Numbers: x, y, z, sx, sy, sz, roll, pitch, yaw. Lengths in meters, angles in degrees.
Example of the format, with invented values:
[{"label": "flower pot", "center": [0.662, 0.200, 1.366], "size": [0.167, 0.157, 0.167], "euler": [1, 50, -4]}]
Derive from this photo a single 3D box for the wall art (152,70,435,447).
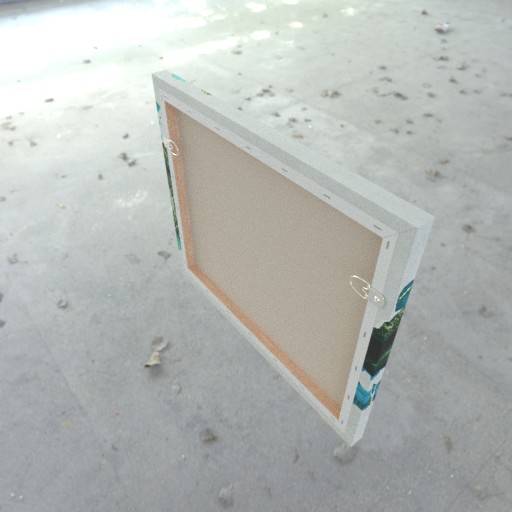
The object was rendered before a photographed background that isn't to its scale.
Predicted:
[{"label": "wall art", "center": [0.000, 0.000, 0.986], "size": [0.043, 0.610, 0.711], "euler": [-28, 48, -28]}]
